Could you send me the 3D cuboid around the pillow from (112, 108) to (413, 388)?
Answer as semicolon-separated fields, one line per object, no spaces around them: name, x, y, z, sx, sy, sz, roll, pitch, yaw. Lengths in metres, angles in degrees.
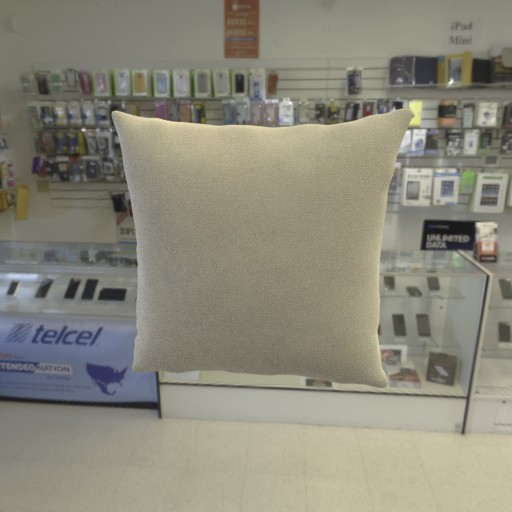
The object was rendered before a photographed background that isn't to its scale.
pillow;0.000;0.000;0.690;0.433;0.434;0.196;2;16;7
